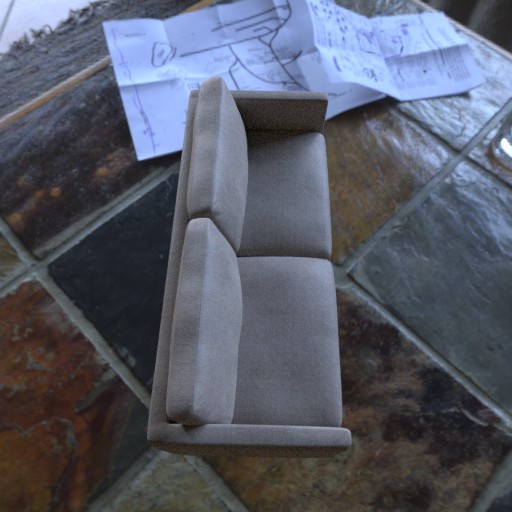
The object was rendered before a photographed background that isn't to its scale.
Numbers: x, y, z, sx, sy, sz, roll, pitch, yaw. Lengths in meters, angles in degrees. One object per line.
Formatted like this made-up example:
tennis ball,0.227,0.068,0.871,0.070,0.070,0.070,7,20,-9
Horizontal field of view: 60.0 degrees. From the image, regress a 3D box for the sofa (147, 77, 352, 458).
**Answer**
sofa,0.000,0.000,2.696,0.951,0.965,2.208,1,63,1
